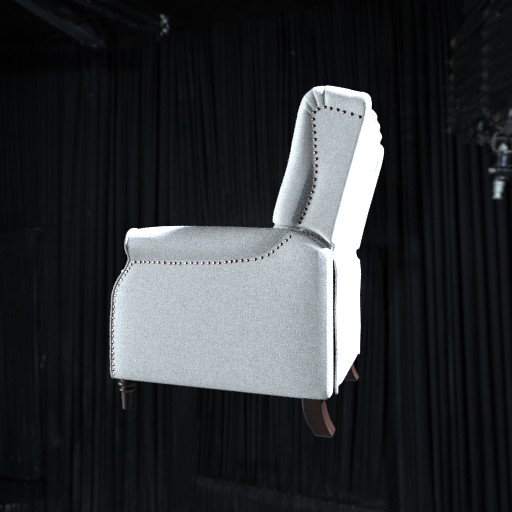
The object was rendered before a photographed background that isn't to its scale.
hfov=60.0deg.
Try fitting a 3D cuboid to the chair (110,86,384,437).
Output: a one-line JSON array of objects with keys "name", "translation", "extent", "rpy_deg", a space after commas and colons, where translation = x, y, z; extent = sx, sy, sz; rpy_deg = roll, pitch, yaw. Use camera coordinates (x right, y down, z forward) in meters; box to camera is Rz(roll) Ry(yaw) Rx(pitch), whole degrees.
[{"name": "chair", "translation": [0.000, 0.000, 1.671], "extent": [0.902, 1.035, 0.742], "rpy_deg": [0, 0, 19]}]
